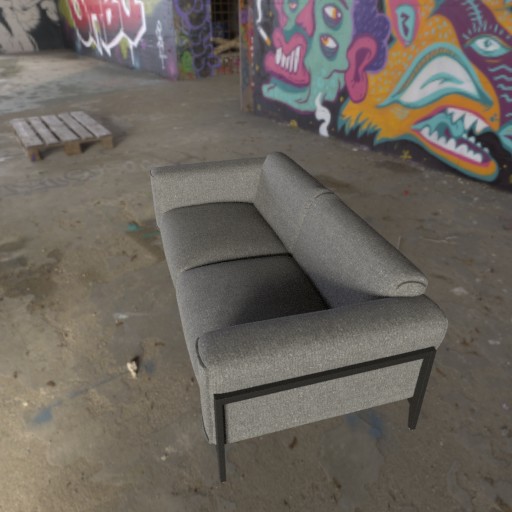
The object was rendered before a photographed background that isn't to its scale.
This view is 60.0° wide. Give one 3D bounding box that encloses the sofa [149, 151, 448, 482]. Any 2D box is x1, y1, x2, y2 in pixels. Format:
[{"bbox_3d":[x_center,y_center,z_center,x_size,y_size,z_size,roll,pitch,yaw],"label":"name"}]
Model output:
[{"bbox_3d":[0.000,0.000,2.531,0.985,0.703,2.125,-9,31,-14],"label":"sofa"}]
